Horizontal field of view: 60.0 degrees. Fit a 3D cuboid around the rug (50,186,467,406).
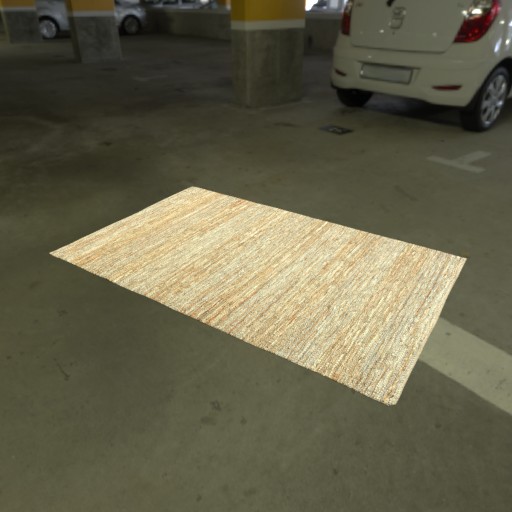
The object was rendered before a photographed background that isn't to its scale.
[{"bbox_3d":[0.000,0.000,3.051,2.446,0.009,1.529,18,35,28],"label":"rug"}]
